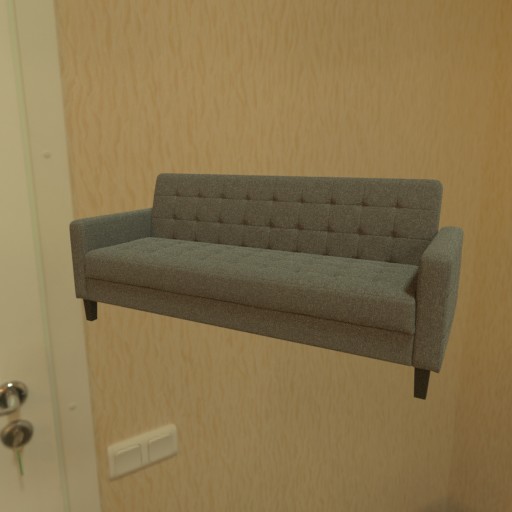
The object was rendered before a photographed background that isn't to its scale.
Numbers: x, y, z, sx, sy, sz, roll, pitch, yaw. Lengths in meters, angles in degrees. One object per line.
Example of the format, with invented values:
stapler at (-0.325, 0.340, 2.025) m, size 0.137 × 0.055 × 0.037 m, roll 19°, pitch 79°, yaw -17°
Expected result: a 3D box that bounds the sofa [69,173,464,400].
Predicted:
sofa at (0.000, 0.000, 2.448) m, size 2.040 × 0.850 × 0.810 m, roll 7°, pitch 14°, yaw 27°
